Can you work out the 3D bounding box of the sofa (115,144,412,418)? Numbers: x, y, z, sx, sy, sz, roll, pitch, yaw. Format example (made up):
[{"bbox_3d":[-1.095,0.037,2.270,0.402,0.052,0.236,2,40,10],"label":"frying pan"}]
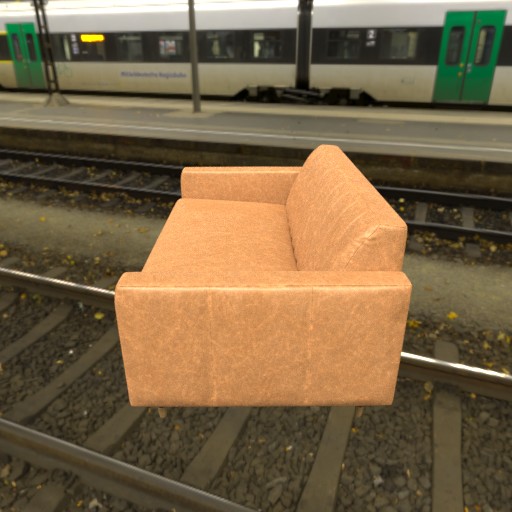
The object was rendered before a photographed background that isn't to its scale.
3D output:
[{"bbox_3d":[0.000,0.000,2.138,0.960,0.820,1.549,0,25,0],"label":"sofa"}]
